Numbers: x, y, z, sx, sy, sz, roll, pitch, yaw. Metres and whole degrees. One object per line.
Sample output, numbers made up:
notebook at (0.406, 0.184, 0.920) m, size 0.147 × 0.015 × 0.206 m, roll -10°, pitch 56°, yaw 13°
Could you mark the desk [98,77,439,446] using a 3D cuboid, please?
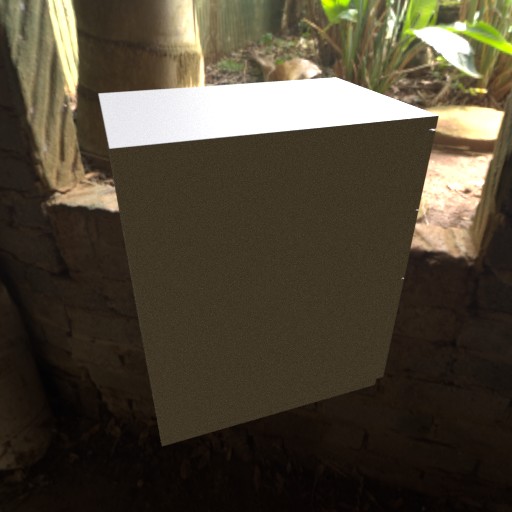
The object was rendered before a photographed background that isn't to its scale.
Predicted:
desk at (0.000, 0.000, 1.093) m, size 0.600 × 0.730 × 0.404 m, roll -10°, pitch 33°, yaw -16°
